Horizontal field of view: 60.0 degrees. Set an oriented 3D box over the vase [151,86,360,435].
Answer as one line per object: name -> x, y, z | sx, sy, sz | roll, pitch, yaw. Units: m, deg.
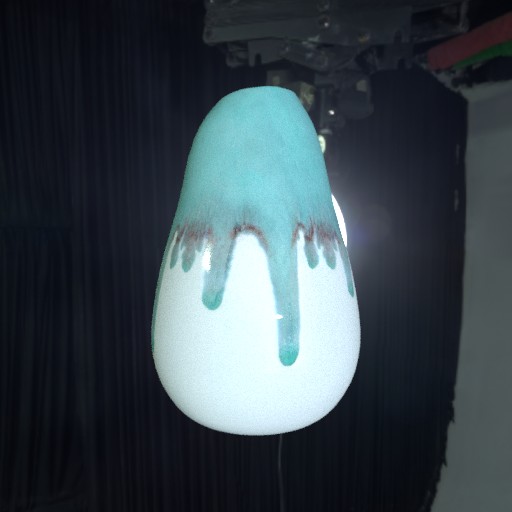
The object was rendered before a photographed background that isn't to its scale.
vase -> 0.000, 0.000, 0.252 | 0.116, 0.179, 0.116 | 0, 1, 0
